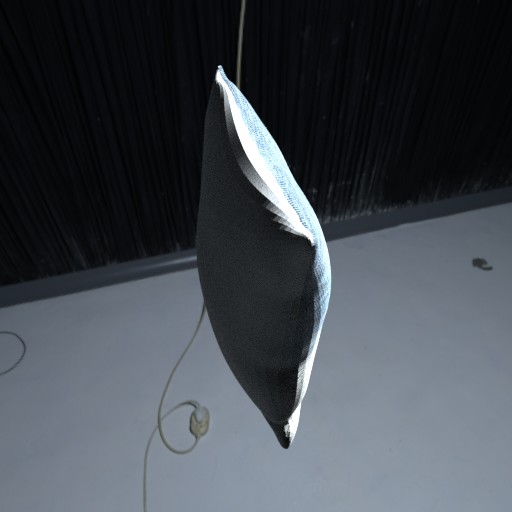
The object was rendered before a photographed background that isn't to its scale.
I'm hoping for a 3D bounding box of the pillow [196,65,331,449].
[{"bbox_3d":[0.000,0.000,0.697,0.182,0.441,0.440,-11,46,-10],"label":"pillow"}]
